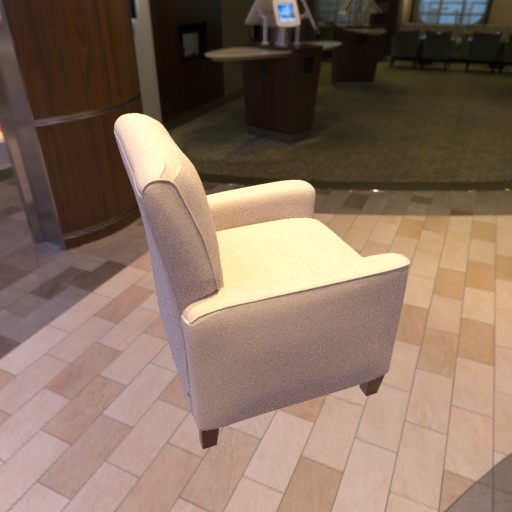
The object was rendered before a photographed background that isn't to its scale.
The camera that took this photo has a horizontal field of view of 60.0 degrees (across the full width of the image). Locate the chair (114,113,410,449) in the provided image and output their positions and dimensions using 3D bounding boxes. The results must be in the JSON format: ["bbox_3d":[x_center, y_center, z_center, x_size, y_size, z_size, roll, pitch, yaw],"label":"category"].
[{"bbox_3d":[0.000,0.000,1.695,0.858,1.023,0.841,-11,32,-18],"label":"chair"}]
